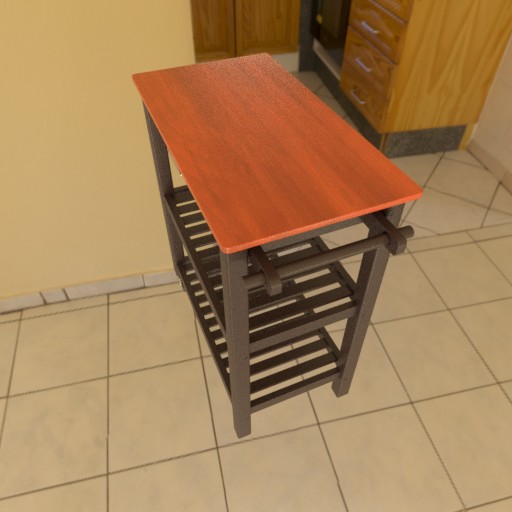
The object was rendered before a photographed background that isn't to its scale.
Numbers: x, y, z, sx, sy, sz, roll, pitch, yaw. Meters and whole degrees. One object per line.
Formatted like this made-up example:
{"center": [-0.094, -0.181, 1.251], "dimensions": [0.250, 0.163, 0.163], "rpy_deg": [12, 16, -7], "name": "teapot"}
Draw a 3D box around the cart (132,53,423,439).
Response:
{"center": [0.000, 0.000, 1.460], "dimensions": [0.457, 0.927, 0.899], "rpy_deg": [-17, 47, -16], "name": "cart"}
